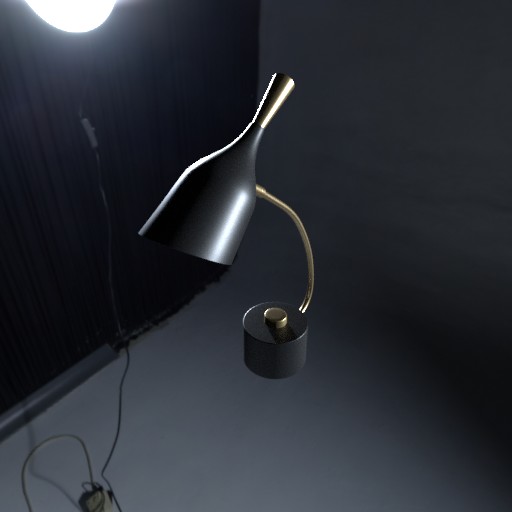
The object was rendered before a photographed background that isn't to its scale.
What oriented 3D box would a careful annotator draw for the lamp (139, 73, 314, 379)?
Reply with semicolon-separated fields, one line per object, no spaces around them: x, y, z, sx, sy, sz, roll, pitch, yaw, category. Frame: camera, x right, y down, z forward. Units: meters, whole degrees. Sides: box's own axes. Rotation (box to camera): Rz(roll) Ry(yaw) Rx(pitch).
0.000;0.000;0.618;0.110;0.464;0.352;20;37;30;lamp
